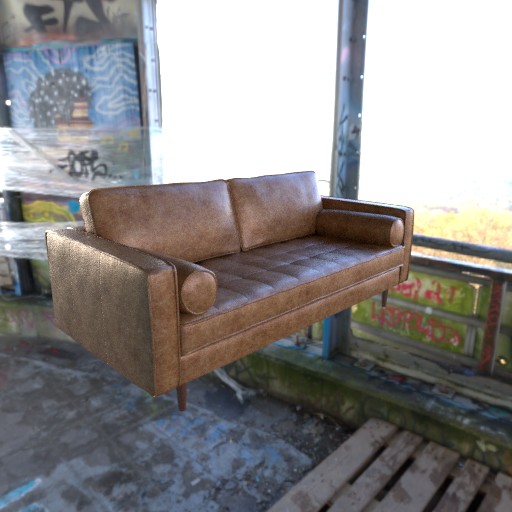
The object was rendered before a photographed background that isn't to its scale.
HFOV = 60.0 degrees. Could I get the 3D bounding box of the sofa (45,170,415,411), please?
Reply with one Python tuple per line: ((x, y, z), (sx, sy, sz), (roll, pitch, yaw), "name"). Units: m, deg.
((0.000, 0.000, 2.441), (1.920, 0.825, 0.924), (-15, 21, -43), "sofa")
